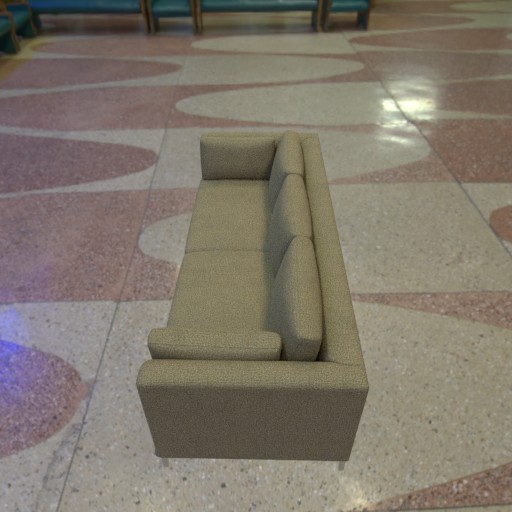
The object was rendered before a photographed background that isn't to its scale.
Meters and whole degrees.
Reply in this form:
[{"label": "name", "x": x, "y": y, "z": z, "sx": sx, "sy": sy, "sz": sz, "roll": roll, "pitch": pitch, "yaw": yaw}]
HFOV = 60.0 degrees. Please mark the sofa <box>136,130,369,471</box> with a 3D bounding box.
[{"label": "sofa", "x": 0.000, "y": 0.000, "z": 2.919, "sx": 0.969, "sy": 0.867, "sz": 2.415, "roll": 1, "pitch": 40, "yaw": 1}]
